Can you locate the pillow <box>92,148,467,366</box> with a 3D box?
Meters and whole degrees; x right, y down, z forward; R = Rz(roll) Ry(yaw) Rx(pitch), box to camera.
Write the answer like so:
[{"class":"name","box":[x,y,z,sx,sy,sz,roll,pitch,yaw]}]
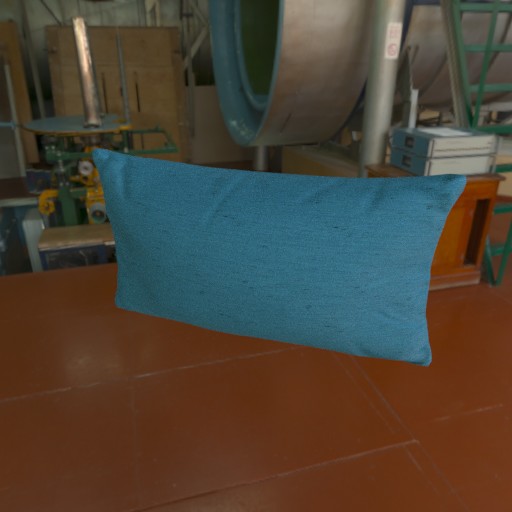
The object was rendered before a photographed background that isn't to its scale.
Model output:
[{"class":"pillow","box":[0.000,0.000,0.782,0.633,0.338,0.210,8,26,16]}]
